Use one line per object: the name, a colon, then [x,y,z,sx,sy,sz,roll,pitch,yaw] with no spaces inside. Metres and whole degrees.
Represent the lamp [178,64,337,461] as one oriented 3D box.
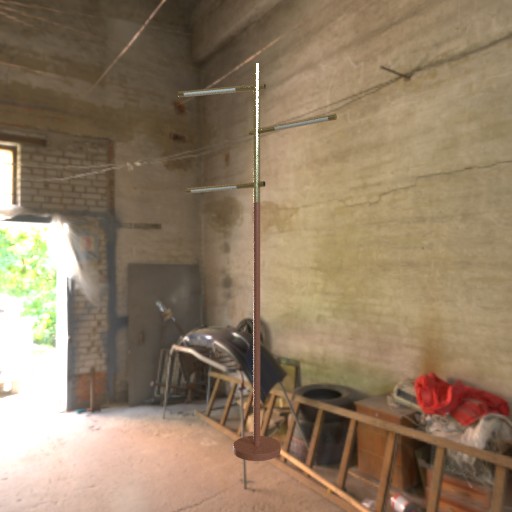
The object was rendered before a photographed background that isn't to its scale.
lamp: [0.000,0.000,1.960,0.737,1.704,0.209,0,-1,18]
